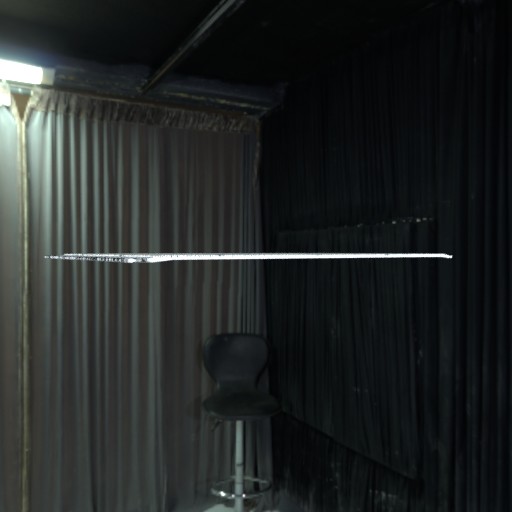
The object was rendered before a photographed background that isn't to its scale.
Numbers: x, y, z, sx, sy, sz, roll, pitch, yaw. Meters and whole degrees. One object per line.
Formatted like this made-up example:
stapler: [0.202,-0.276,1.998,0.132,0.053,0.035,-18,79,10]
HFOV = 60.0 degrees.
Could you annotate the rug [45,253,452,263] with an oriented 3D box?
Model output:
rug: [0.000,0.000,2.950,2.307,0.031,1.494,0,1,-36]
